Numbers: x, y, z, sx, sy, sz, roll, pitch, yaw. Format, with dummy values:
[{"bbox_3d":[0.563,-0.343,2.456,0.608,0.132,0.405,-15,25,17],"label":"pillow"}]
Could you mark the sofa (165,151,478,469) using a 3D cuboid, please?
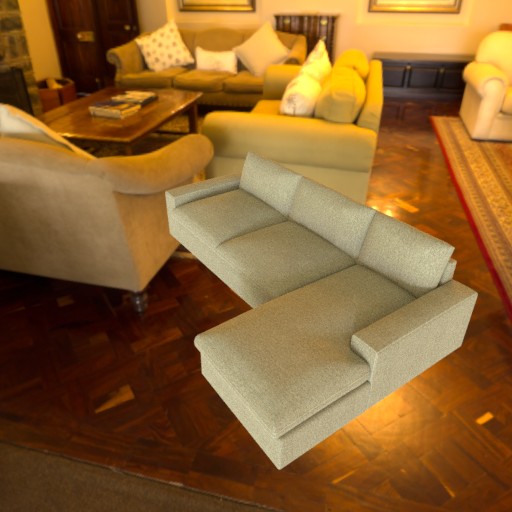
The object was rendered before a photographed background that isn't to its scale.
[{"bbox_3d":[0.000,0.000,3.506,1.689,0.813,2.718,-20,37,-29],"label":"sofa"}]
